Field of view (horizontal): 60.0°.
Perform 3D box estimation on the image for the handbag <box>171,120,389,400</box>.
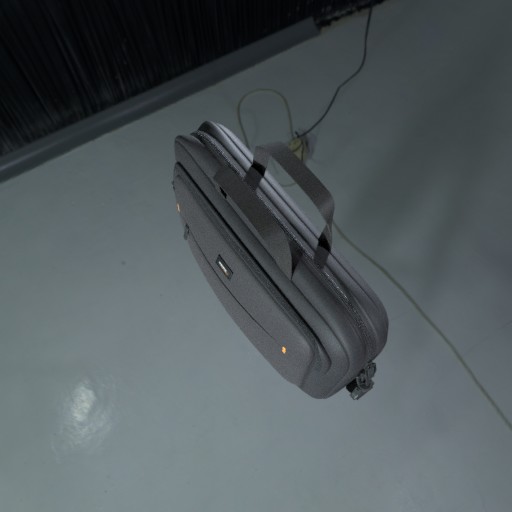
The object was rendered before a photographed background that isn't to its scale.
[{"bbox_3d":[0.000,0.000,0.579,0.126,0.330,0.429,-33,69,-15],"label":"handbag"}]
